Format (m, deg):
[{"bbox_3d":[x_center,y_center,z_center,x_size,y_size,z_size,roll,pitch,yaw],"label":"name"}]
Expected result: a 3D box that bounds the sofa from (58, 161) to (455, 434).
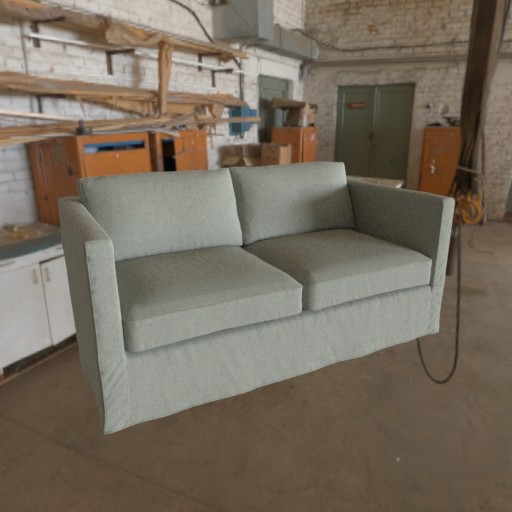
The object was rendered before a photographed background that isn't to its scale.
[{"bbox_3d":[0.000,0.000,2.217,1.727,0.830,0.944,-9,20,-26],"label":"sofa"}]
